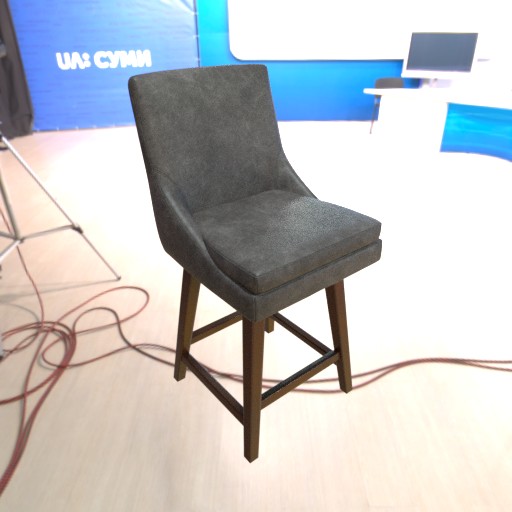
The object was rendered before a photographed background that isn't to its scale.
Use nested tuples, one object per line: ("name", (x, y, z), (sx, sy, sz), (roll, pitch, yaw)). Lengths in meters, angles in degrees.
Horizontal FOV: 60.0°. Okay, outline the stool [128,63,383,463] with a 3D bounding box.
("stool", (0.000, 0.000, 1.383), (0.492, 1.046, 0.587), (-22, 36, -33))
